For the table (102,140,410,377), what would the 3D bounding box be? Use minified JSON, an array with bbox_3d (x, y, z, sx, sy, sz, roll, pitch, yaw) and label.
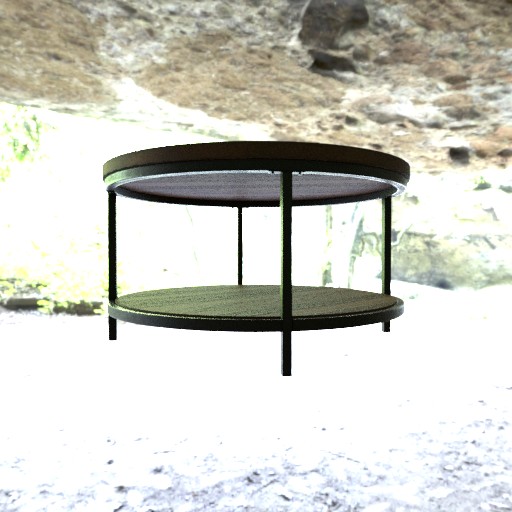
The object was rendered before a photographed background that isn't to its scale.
[{"bbox_3d":[0.000,0.000,1.279,0.837,0.462,0.837,0,1,0],"label":"table"}]
